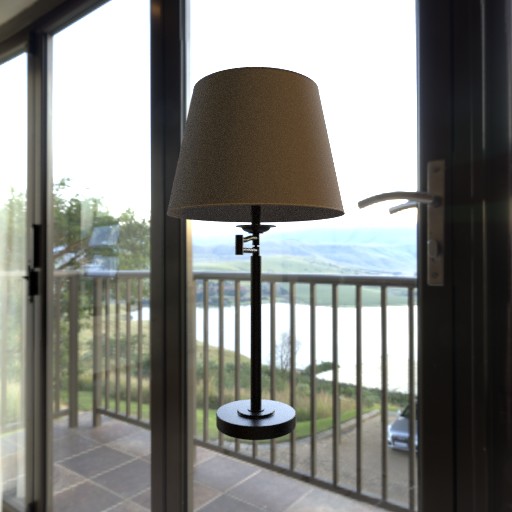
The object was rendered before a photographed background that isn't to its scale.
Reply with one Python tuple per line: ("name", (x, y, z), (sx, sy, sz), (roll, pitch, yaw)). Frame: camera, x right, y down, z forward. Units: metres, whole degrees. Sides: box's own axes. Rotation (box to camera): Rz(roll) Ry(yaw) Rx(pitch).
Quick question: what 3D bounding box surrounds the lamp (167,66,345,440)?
("lamp", (0.000, 0.000, 0.919), (0.363, 0.696, 0.363), (0, 0, 0))
